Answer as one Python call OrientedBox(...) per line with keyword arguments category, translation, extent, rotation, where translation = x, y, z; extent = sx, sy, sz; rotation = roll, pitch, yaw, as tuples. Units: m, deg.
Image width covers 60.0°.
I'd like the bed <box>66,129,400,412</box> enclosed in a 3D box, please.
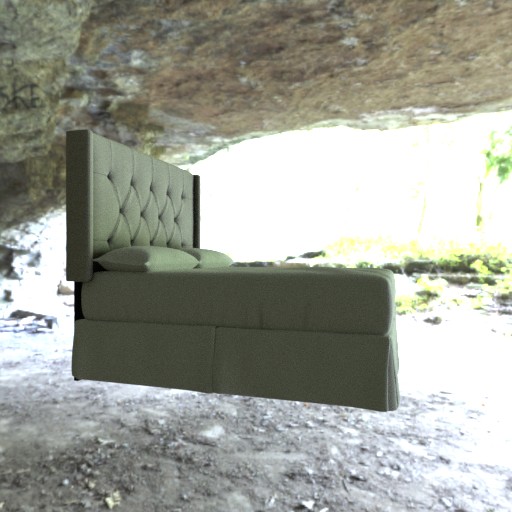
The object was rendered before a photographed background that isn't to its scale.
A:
OrientedBox(category="bed", translation=(0.000, 0.000, 3.355), extent=(2.066, 1.665, 1.719), rotation=(0, 0, 18))
